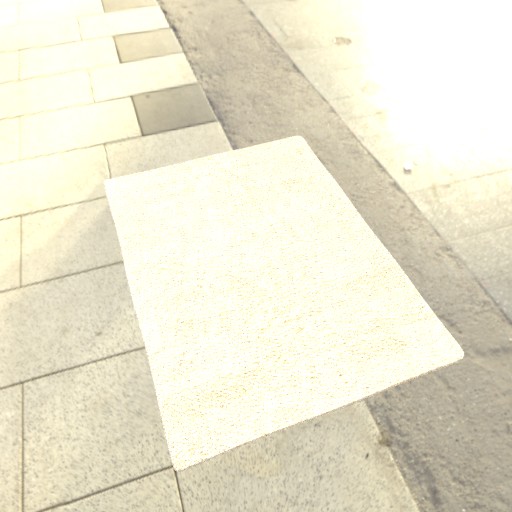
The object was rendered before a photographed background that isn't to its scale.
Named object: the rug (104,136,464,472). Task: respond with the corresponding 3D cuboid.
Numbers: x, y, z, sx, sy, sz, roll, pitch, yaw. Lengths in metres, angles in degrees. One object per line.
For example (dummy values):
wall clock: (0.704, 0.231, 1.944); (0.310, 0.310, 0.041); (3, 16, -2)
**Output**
rug: (0.000, 0.000, 2.116); (1.200, 0.027, 1.600); (-16, 52, -13)
